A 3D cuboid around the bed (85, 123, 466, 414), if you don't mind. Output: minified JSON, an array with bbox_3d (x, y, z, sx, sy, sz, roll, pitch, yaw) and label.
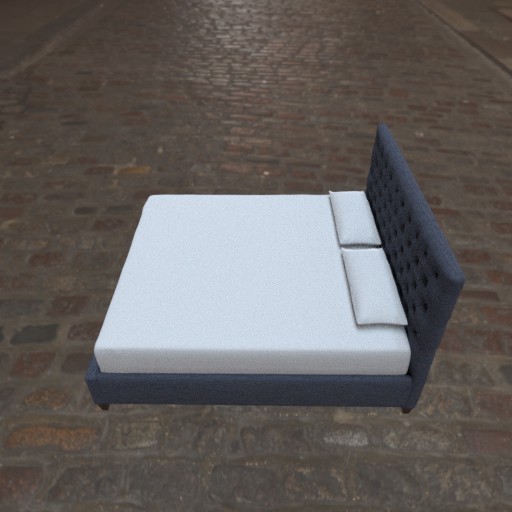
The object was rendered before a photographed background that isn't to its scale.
[{"bbox_3d":[0.000,0.000,3.671,2.387,1.427,2.078,0,40,0],"label":"bed"}]
